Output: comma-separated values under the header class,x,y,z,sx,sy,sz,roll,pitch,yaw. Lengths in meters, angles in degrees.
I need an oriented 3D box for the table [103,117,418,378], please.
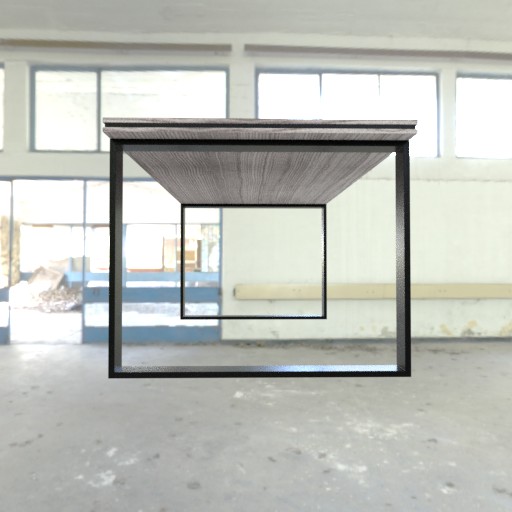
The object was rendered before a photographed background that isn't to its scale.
class,x,y,z,sx,sy,sz,roll,pitch,yaw
table,0.000,0.000,2.017,0.881,0.736,1.579,0,-1,-1
